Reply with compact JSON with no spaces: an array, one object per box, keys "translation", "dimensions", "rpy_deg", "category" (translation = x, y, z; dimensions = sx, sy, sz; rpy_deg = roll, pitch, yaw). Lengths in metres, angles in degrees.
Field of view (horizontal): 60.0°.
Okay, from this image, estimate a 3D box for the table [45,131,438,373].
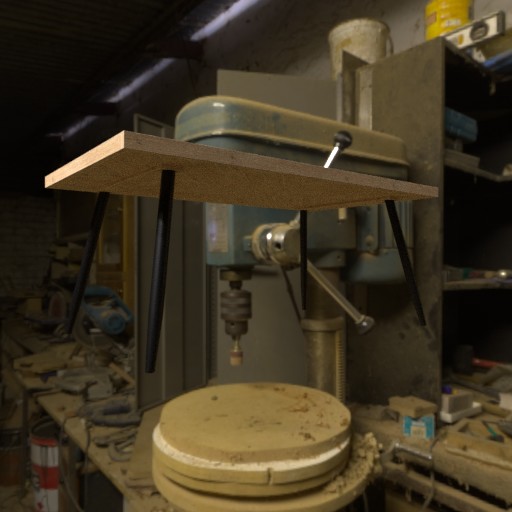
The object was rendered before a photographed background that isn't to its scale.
[{"translation":[0.000,0.000,2.301],"dimensions":[1.803,0.762,0.991],"rpy_deg":[0,0,-38],"category":"table"}]
